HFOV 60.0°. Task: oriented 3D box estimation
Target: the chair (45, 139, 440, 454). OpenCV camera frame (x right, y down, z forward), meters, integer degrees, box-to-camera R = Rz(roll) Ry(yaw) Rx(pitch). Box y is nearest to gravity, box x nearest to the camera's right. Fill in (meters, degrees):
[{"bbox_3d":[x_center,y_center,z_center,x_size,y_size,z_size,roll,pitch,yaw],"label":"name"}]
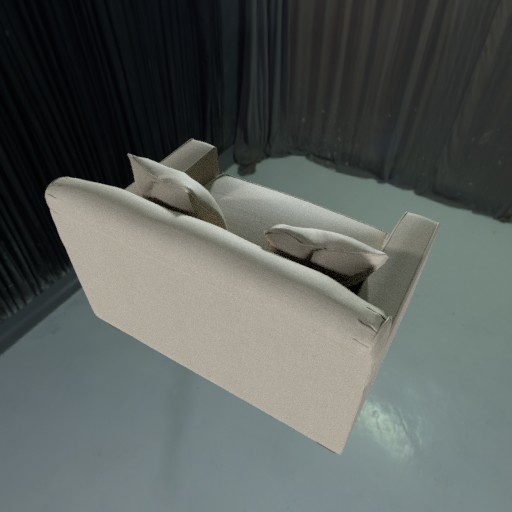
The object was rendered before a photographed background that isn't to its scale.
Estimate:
[{"bbox_3d":[0.000,0.000,2.055,1.383,0.948,1.000,23,50,21],"label":"chair"}]
